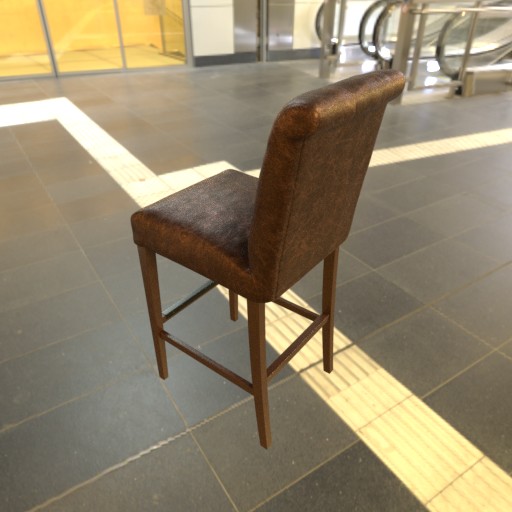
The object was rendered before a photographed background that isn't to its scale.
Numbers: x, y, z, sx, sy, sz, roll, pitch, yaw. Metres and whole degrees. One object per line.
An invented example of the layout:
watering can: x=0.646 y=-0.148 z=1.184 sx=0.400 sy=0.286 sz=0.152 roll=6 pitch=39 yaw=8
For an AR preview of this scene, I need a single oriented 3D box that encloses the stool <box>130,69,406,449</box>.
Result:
stool: x=0.000 y=0.000 z=1.463 sx=0.659 sy=1.168 sz=0.483 roll=23 pitch=39 yaw=31
